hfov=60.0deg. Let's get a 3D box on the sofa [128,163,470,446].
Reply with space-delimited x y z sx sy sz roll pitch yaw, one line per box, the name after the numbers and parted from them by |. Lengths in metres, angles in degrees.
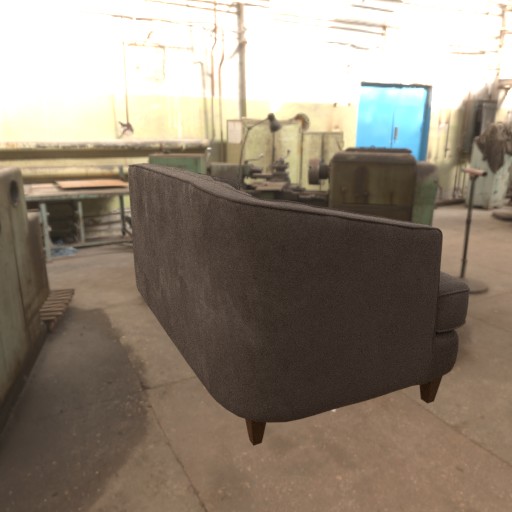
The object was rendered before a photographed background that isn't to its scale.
0.000 0.000 2.139 0.941 0.855 1.733 -8 17 -25 | sofa
